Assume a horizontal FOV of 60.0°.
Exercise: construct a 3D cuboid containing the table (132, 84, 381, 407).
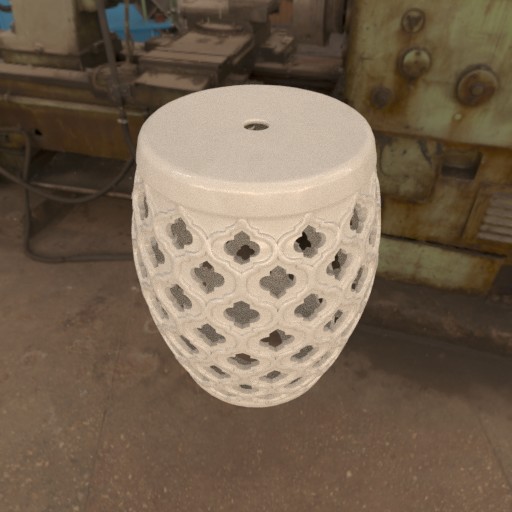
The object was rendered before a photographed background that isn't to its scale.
[{"bbox_3d":[0.000,0.000,0.621,0.325,0.388,0.325,0,41,0],"label":"table"}]
